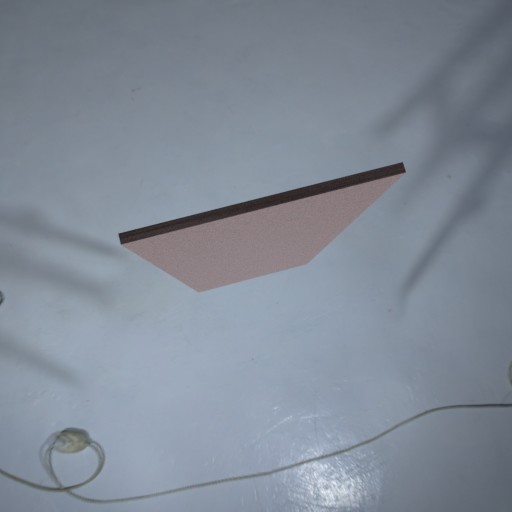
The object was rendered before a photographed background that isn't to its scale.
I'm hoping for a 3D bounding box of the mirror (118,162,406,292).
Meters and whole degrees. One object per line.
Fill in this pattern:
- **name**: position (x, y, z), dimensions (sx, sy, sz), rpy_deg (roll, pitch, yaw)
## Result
- **mirror**: position (0.000, 0.000, 2.221), dimensions (0.812, 2.020, 0.221), rpy_deg (-15, 77, -3)
